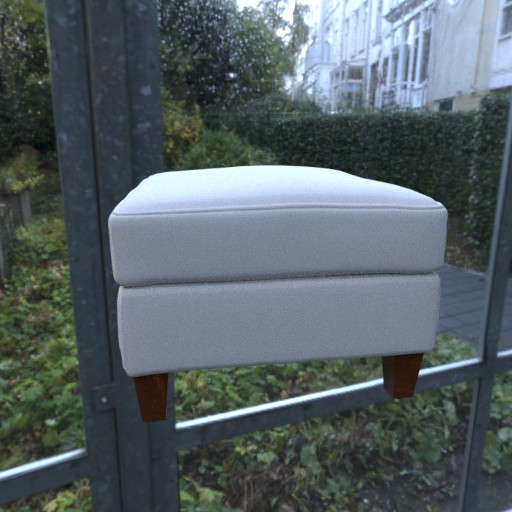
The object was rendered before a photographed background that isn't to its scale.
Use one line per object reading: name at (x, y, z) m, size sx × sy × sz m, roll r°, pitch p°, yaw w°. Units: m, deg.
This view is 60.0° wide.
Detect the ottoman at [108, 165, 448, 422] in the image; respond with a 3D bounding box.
ottoman at (0.000, 0.000, 1.195) m, size 0.634 × 0.479 × 0.818 m, roll -2°, pitch 14°, yaw -9°
